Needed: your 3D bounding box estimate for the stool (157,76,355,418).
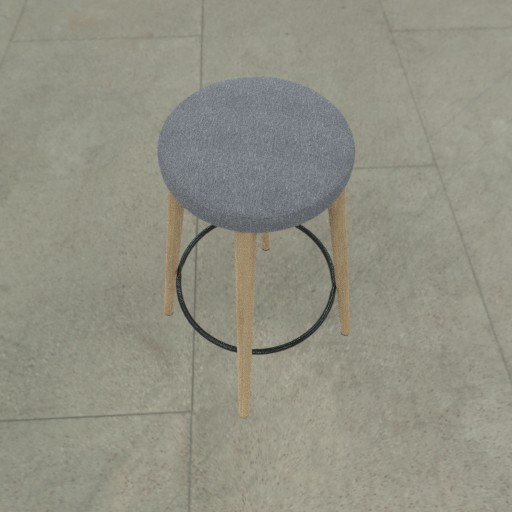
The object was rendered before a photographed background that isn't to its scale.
[{"bbox_3d":[0.000,0.000,1.021,0.410,0.770,0.410,-34,64,-19],"label":"stool"}]
